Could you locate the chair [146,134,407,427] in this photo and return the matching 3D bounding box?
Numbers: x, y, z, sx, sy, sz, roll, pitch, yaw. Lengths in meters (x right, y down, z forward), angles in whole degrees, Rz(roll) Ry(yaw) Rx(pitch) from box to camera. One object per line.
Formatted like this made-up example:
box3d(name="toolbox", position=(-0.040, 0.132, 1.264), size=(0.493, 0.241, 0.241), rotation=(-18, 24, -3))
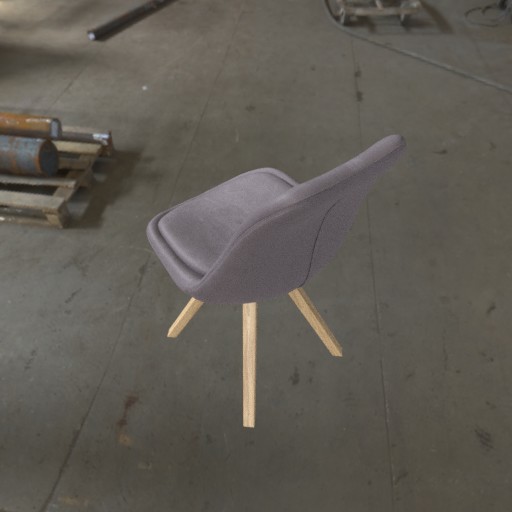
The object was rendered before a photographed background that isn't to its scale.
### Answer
box3d(name="chair", position=(0.000, 0.000, 1.189), size=(0.483, 0.865, 0.547), rotation=(-31, 54, -26))
